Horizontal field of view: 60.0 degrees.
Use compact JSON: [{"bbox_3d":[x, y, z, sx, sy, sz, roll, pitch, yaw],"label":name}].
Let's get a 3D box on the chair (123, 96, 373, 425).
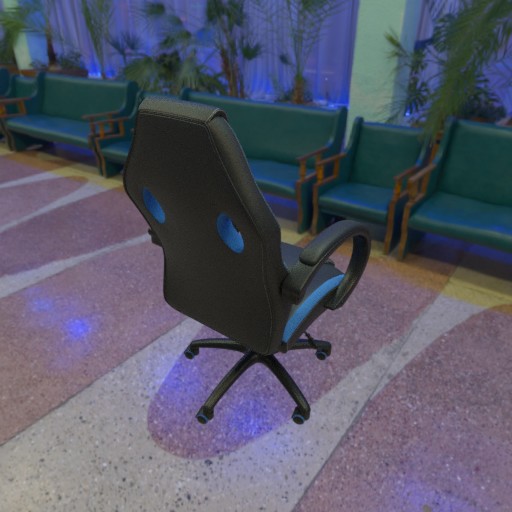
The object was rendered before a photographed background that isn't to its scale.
[{"bbox_3d":[0.000,0.000,1.629,0.673,1.187,0.724,21,36,32],"label":"chair"}]
